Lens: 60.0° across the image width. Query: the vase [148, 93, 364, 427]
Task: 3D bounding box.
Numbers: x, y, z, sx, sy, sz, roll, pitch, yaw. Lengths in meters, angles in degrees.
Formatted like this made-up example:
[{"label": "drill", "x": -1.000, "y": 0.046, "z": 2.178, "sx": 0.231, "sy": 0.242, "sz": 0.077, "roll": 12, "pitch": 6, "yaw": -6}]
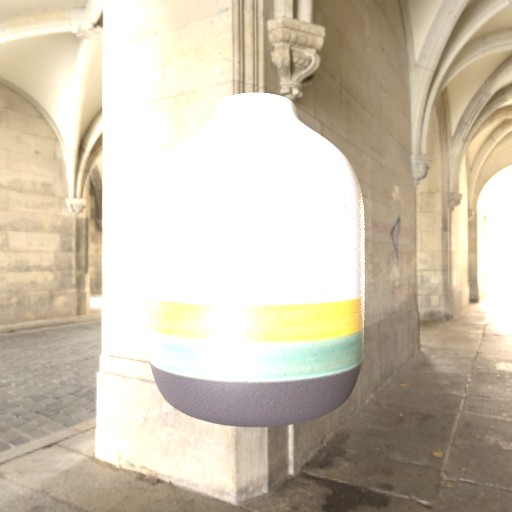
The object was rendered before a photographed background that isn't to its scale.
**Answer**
[{"label": "vase", "x": 0.000, "y": 0.000, "z": 0.356, "sx": 0.169, "sy": 0.240, "sz": 0.169, "roll": 0, "pitch": -1, "yaw": 0}]
